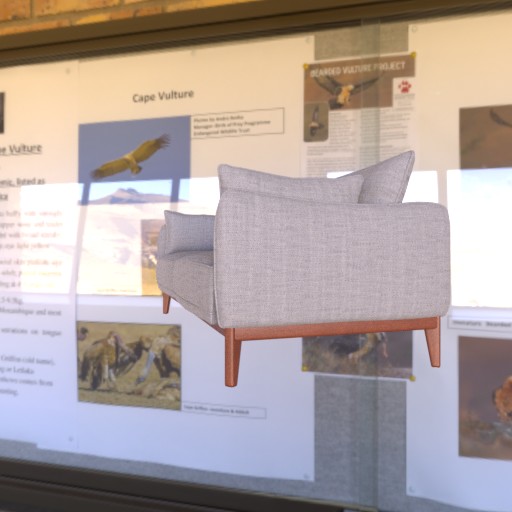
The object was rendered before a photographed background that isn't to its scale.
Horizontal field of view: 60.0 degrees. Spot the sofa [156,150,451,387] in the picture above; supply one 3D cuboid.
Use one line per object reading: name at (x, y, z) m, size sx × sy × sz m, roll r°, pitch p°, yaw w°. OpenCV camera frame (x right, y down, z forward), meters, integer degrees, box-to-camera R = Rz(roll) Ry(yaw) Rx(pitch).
sofa at (0.000, 0.000, 2.460) m, size 0.972 × 0.851 × 1.989 m, roll 0°, pitch 0°, yaw -18°
